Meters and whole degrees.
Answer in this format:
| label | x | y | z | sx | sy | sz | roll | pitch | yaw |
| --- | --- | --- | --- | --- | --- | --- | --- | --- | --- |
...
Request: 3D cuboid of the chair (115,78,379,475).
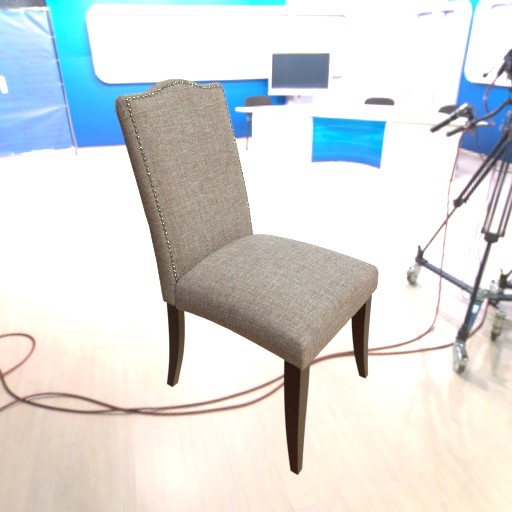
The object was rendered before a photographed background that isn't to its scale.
| label | x | y | z | sx | sy | sz | roll | pitch | yaw |
| --- | --- | --- | --- | --- | --- | --- | --- | --- | --- |
| chair | 0.000 | 0.000 | 1.404 | 0.660 | 1.016 | 0.513 | 18 | 32 | 31 |
